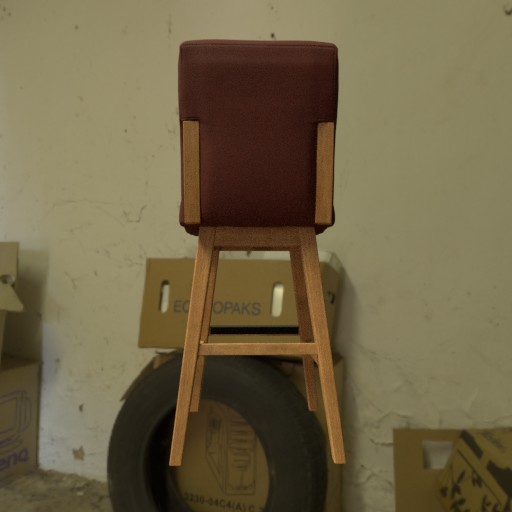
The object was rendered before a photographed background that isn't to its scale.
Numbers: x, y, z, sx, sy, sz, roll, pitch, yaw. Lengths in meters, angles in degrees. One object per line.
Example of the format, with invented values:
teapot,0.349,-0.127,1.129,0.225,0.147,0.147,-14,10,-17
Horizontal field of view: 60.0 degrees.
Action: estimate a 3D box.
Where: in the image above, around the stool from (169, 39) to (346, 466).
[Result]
stool,0.000,0.000,1.373,0.468,1.093,0.562,0,-2,-2
